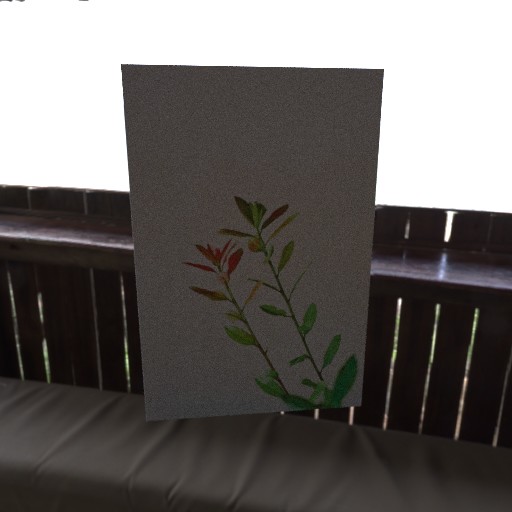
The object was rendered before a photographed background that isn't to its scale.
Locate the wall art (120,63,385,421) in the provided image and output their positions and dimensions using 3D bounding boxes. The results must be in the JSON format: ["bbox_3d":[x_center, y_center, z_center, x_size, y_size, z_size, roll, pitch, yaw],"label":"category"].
[{"bbox_3d":[0.000,0.000,1.156,0.612,0.915,0.039,-2,15,-6],"label":"wall art"}]
